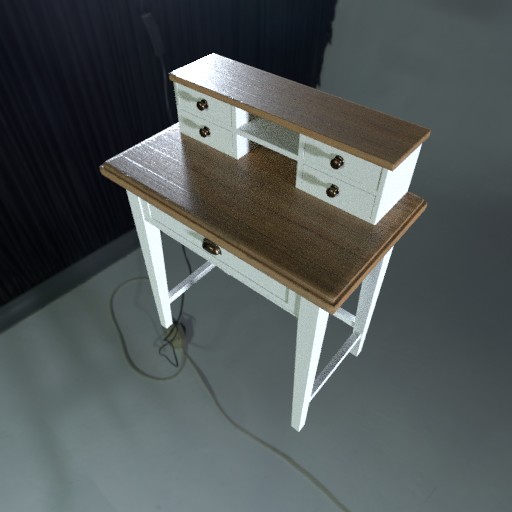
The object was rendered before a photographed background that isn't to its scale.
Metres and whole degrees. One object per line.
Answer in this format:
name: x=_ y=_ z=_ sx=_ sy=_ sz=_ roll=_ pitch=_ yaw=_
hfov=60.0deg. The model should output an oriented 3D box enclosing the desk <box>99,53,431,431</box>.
desk: x=0.000 y=0.000 z=1.451 sx=0.814 sy=0.981 sz=0.462 roll=31 pitch=53 yaw=26
